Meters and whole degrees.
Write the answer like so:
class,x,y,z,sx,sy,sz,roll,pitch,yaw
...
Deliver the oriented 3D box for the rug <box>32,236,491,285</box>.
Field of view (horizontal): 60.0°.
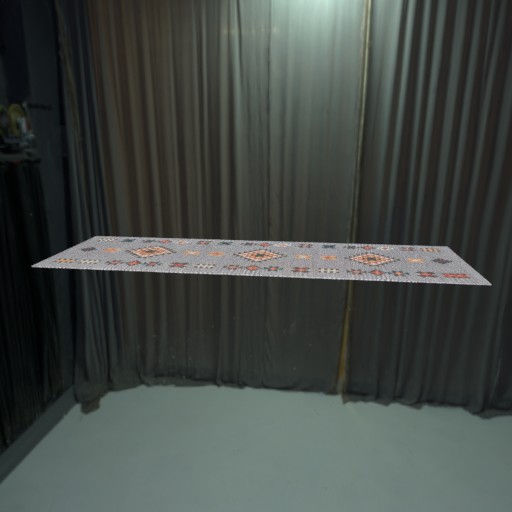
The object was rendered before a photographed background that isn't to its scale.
class,x,y,z,sx,sy,sz,roll,pitch,yaw
rug,0.000,0.000,2.692,2.432,0.008,0.766,2,15,7
